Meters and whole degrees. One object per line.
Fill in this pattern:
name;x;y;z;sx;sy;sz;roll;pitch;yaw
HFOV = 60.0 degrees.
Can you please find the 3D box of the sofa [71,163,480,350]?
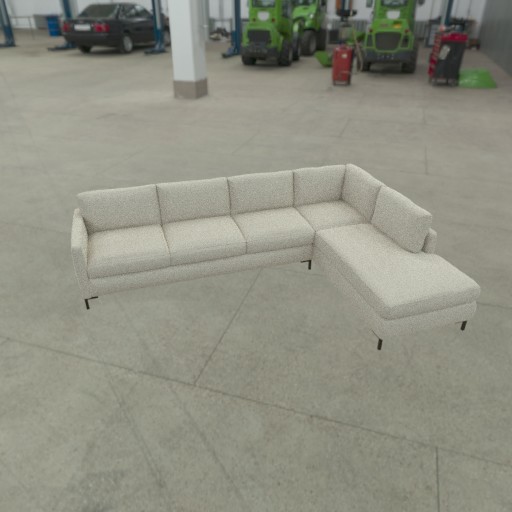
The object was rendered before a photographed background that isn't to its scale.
sofa;0.000;0.000;3.745;2.949;0.815;2.007;-9;31;-15
